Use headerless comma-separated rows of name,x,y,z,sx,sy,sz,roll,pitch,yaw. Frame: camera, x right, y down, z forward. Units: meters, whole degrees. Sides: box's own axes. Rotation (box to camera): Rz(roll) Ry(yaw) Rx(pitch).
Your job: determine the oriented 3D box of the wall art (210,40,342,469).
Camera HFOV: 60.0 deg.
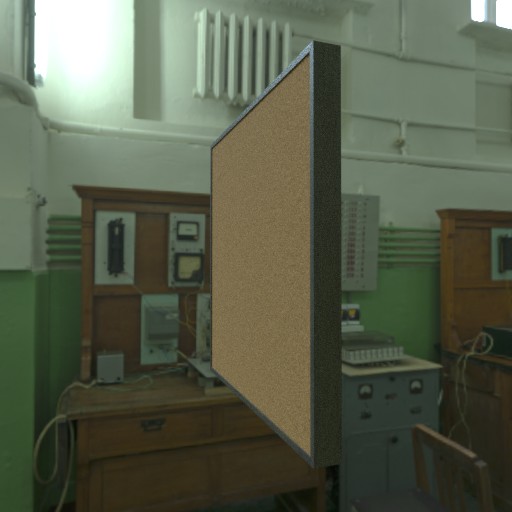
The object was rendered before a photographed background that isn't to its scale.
wall art,0.000,0.000,0.769,0.037,0.507,0.507,0,-1,-20
